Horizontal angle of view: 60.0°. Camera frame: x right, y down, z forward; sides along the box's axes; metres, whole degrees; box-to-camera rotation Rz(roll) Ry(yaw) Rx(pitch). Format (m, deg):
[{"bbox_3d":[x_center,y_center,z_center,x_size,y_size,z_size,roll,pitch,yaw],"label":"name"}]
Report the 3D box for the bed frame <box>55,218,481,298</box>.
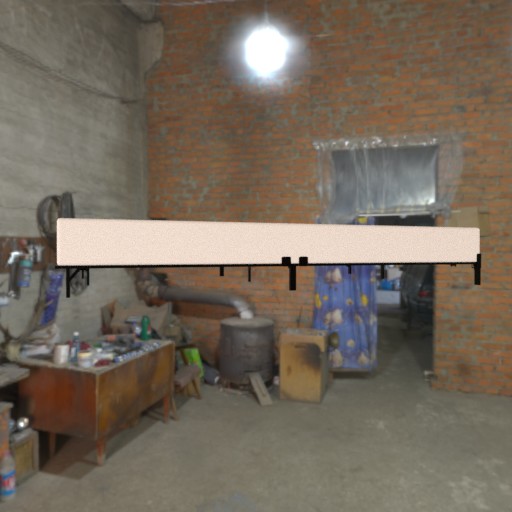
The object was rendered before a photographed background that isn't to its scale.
[{"bbox_3d":[0.000,0.000,3.814,2.987,0.440,1.930,0,0,-19],"label":"bed frame"}]
